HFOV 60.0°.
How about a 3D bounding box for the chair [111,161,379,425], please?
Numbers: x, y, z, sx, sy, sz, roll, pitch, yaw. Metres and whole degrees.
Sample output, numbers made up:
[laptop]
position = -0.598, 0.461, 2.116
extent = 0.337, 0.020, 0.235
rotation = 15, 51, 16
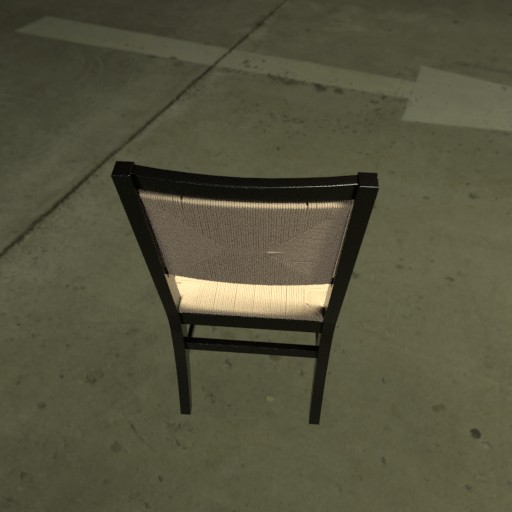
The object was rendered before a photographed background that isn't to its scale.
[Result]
[chair]
position = 0.000, 0.000, 1.227
extent = 0.437, 0.927, 0.552
rotation = 3, 47, 3
